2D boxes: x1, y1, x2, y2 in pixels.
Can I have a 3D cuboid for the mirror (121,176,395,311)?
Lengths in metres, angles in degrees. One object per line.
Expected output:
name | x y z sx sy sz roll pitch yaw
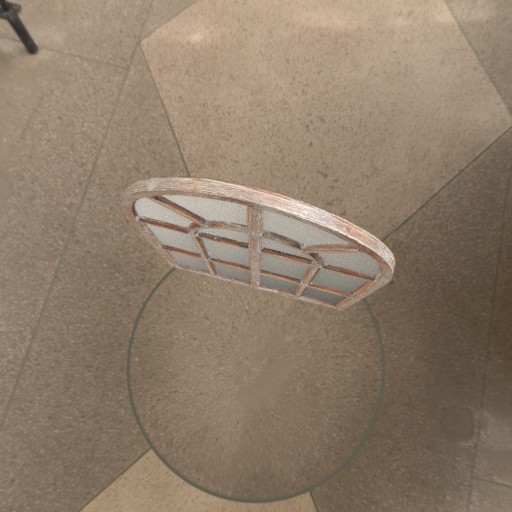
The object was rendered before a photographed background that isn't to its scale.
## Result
mirror | 0.000 0.000 1.212 0.660 0.920 0.032 14 77 3
